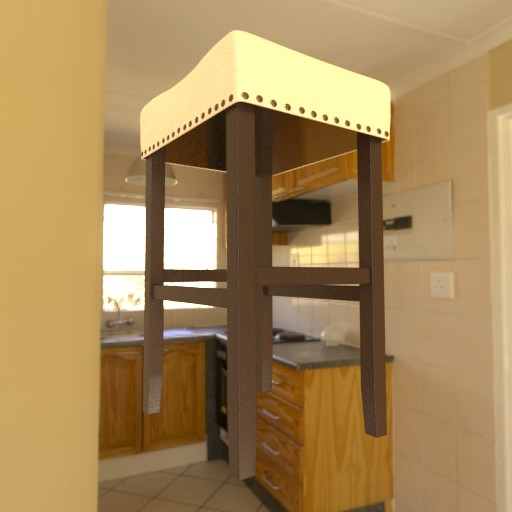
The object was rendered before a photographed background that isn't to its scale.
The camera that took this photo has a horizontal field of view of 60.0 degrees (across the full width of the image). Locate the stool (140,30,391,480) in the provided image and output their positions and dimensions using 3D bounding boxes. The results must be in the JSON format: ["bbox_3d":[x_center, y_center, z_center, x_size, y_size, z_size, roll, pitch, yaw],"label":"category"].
[{"bbox_3d":[0.000,0.000,1.026,0.401,0.762,0.471,2,-3,-34],"label":"stool"}]
